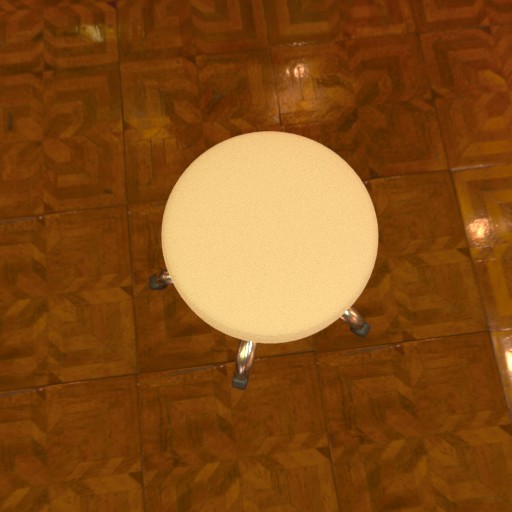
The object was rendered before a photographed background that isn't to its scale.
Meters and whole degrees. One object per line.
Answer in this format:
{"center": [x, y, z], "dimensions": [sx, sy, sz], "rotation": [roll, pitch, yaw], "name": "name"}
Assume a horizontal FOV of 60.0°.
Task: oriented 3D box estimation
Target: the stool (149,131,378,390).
{"center": [0.000, 0.000, 1.065], "dimensions": [0.614, 0.482, 0.634], "rotation": [-5, 76, -1], "name": "stool"}
